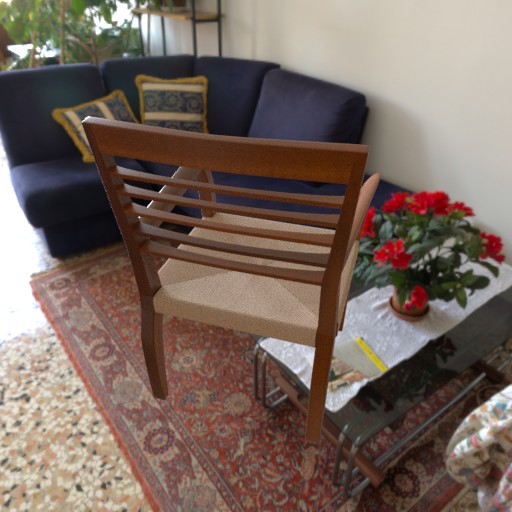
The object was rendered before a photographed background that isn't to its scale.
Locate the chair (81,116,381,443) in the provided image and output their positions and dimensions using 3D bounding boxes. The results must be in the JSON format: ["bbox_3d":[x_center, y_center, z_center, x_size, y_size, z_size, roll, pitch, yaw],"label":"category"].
[{"bbox_3d":[0.000,0.000,1.237,0.587,0.855,0.540,10,35,15],"label":"chair"}]
